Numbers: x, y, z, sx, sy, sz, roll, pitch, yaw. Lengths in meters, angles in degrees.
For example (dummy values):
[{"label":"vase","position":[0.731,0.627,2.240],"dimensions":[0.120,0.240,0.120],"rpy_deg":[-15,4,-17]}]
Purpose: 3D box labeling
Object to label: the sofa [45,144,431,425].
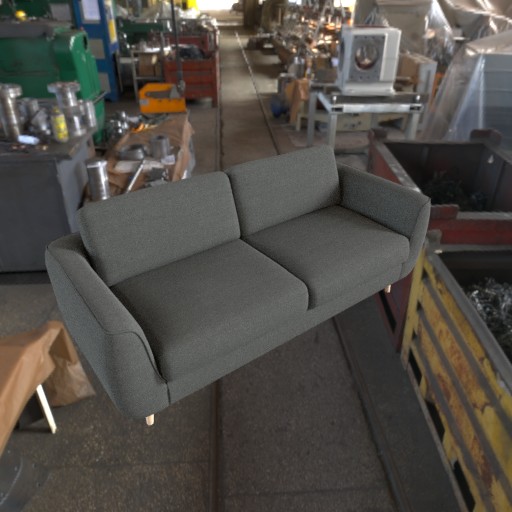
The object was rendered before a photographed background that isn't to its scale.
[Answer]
[{"label":"sofa","position":[0.000,0.000,2.449],"dimensions":[2.000,0.850,0.920],"rpy_deg":[-22,37,-31]}]
